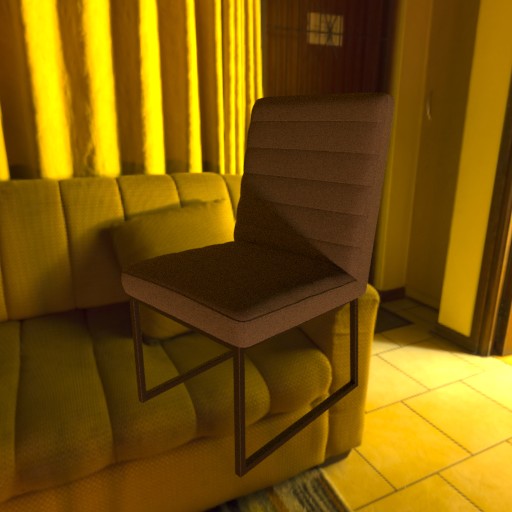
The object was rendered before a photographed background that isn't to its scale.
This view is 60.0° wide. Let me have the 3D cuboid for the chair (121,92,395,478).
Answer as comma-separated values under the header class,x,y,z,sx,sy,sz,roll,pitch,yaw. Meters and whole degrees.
class,x,y,z,sx,sy,sz,roll,pitch,yaw
chair,0.000,0.000,1.329,0.520,0.930,0.634,16,23,41
